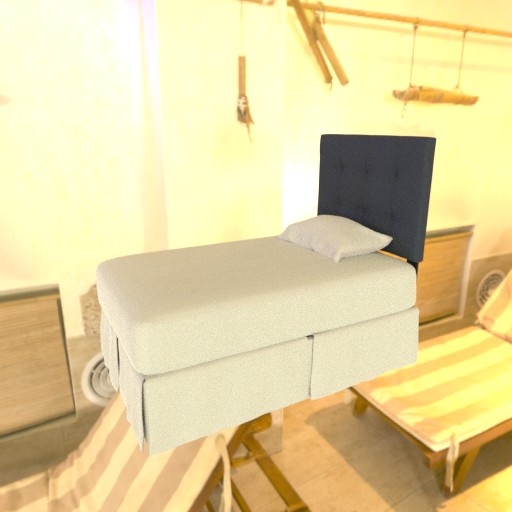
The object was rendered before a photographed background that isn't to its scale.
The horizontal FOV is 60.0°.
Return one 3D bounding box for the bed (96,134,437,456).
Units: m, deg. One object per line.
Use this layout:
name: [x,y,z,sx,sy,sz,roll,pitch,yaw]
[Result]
bed: [0.000,0.000,3.013,1.997,1.571,1.261,-9,19,-27]
